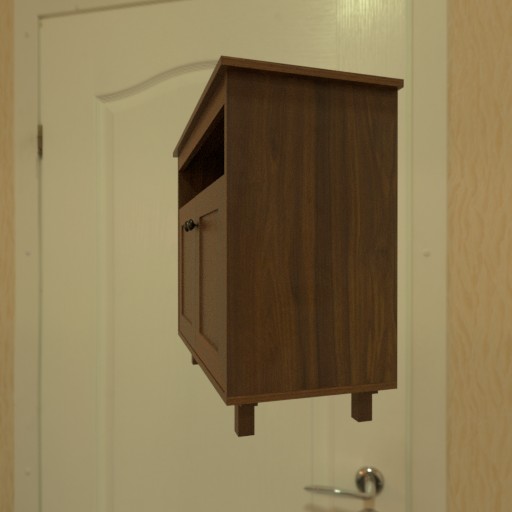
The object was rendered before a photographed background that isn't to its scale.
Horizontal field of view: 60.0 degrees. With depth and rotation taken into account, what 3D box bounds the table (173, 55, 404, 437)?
[{"bbox_3d":[0.000,0.000,1.234,0.390,0.725,0.802,0,0,-17],"label":"table"}]
